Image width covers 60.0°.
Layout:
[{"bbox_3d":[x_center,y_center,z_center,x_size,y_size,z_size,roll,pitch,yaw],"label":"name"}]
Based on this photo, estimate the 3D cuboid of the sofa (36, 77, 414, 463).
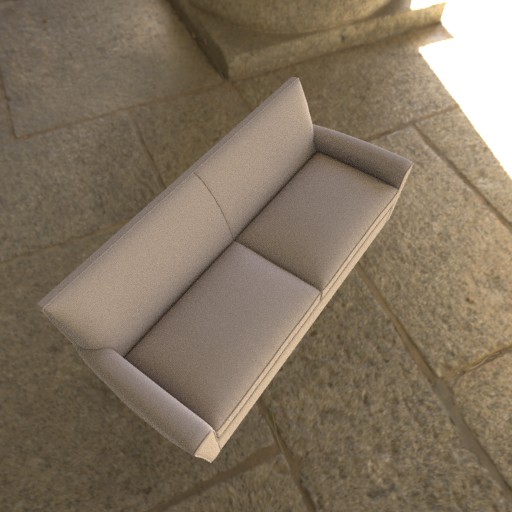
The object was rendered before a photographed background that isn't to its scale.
[{"bbox_3d":[0.000,0.000,2.453,0.875,0.846,2.000,32,63,19],"label":"sofa"}]
